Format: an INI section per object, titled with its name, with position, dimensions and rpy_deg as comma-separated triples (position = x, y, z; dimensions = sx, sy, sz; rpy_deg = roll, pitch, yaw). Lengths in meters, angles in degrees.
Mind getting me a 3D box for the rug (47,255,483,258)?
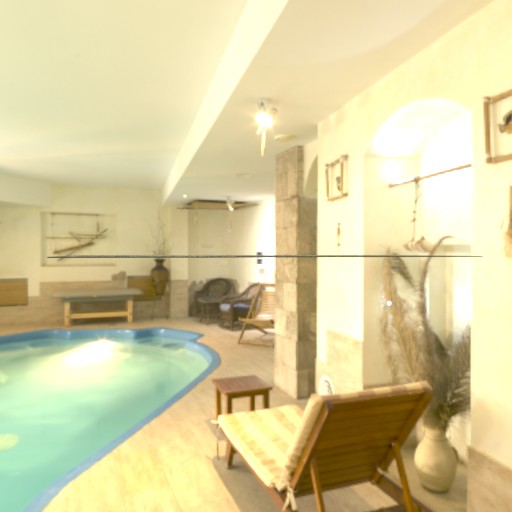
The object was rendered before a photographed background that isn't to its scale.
[rug]
position = 0.000, 0.000, 3.081
dimensions = 2.440, 0.007, 1.525
rpy_deg = 0, 0, -17
